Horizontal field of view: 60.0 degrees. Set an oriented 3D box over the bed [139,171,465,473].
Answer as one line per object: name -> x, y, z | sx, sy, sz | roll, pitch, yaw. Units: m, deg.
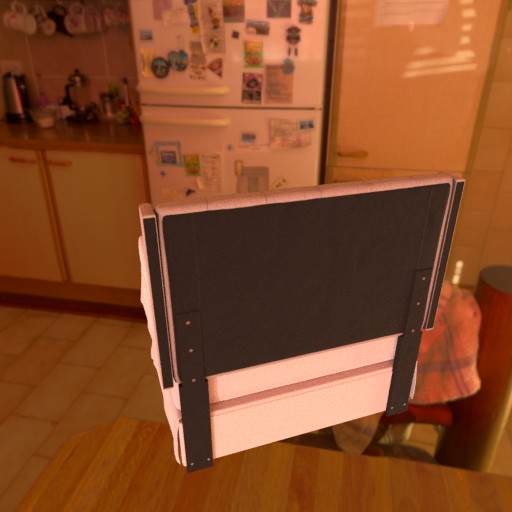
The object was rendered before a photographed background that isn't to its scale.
bed -> 0.000, 0.000, 3.359 | 1.719, 1.665, 2.066 | -9, 28, -17
